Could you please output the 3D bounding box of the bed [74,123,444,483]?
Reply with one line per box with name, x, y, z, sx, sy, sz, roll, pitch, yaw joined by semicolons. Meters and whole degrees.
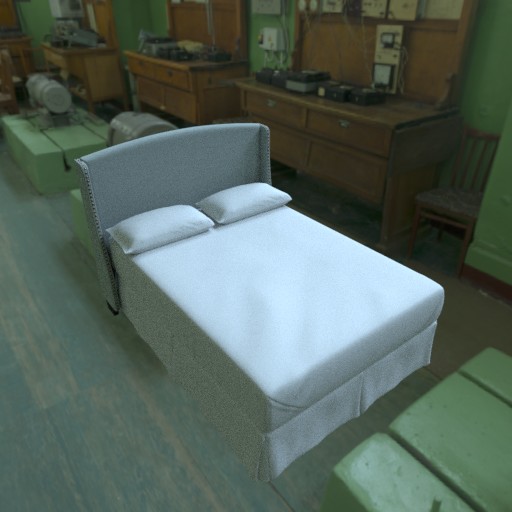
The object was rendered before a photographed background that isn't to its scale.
bed;0.000;0.000;3.274;1.710;1.407;2.237;-22;37;-31
